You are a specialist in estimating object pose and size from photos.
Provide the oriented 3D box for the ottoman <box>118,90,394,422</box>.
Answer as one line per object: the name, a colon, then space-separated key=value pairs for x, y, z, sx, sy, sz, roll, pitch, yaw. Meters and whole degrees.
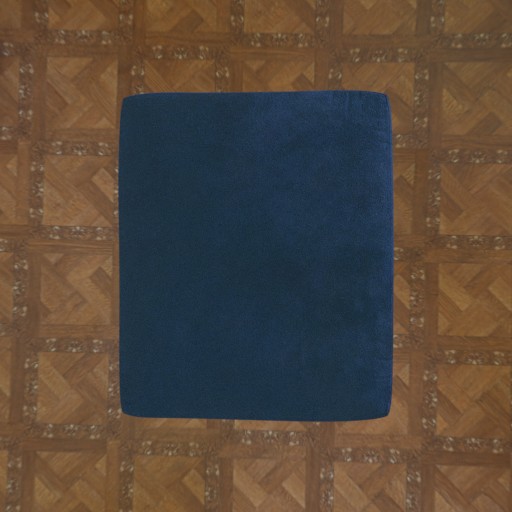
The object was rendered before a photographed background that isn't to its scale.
ottoman: x=0.000 y=0.000 z=1.205 sx=0.655 sy=0.485 sz=0.794 roll=0 pitch=90 yaw=2
